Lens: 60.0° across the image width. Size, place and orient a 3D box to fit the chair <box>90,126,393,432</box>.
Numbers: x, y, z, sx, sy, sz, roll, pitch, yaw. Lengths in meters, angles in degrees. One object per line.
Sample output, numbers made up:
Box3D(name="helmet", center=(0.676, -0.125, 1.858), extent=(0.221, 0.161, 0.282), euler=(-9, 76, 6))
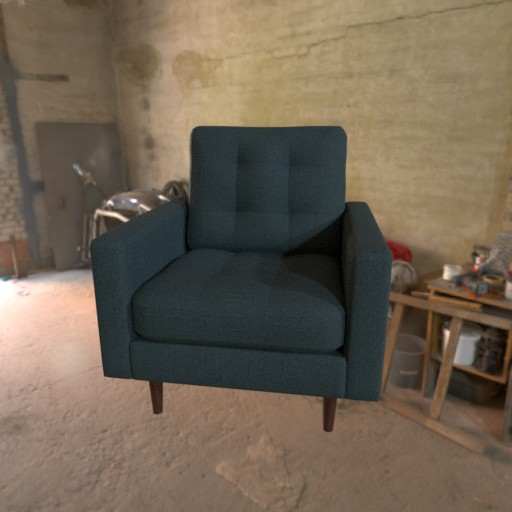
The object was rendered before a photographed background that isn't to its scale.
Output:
Box3D(name="chair", center=(0.000, 0.000, 1.562), extent=(0.821, 0.880, 0.843), euler=(3, 17, 9))
